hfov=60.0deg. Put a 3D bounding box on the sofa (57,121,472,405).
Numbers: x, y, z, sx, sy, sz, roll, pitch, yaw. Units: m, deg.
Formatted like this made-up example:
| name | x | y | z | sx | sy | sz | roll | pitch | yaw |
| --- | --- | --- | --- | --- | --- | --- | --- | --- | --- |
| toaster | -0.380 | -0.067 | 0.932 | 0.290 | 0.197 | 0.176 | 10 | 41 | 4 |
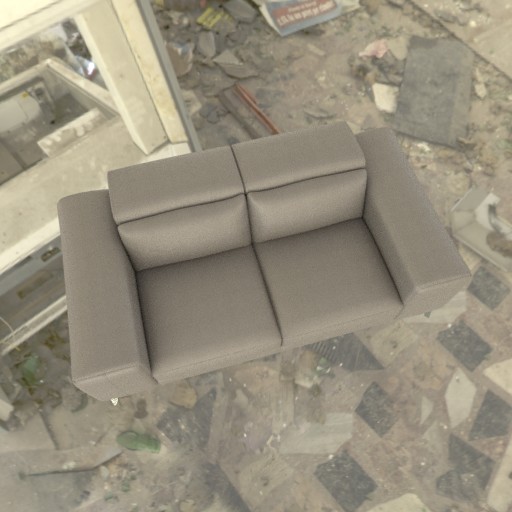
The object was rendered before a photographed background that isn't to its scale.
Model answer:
| name | x | y | z | sx | sy | sz | roll | pitch | yaw |
| --- | --- | --- | --- | --- | --- | --- | --- | --- | --- |
| sofa | 0.000 | 0.000 | 2.413 | 1.930 | 0.753 | 1.024 | -14 | 64 | -7 |
